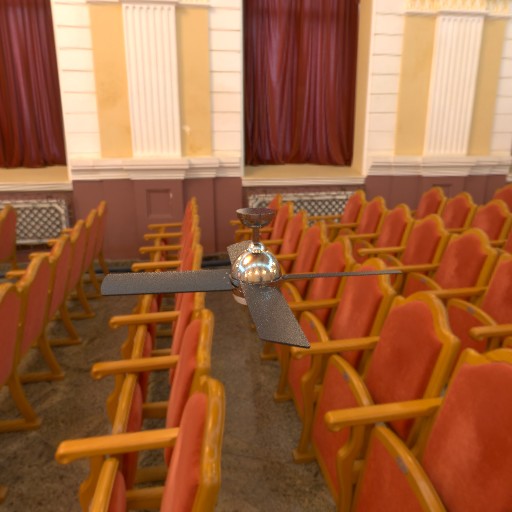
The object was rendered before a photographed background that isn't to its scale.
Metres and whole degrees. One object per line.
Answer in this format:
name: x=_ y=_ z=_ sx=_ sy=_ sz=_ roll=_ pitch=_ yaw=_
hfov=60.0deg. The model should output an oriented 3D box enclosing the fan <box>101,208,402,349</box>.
fan: x=0.000 y=0.000 z=1.962 sx=1.332 sy=0.403 sz=1.332 roll=-2 pitch=15 yaw=-8
